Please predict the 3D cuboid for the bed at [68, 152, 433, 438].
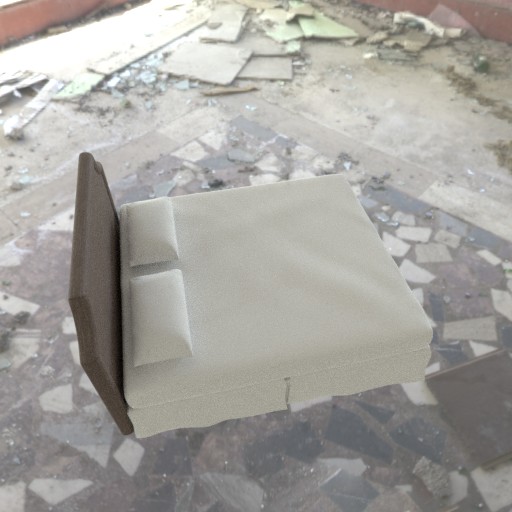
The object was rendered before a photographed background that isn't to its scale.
[{"bbox_3d":[0.000,0.000,4.078,2.773,1.590,2.350,-9,49,-8],"label":"bed"}]
